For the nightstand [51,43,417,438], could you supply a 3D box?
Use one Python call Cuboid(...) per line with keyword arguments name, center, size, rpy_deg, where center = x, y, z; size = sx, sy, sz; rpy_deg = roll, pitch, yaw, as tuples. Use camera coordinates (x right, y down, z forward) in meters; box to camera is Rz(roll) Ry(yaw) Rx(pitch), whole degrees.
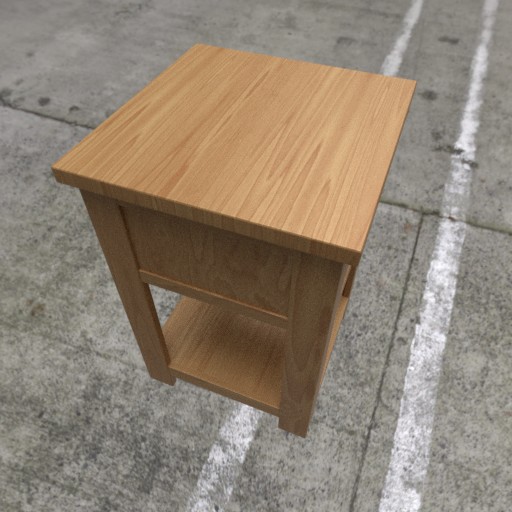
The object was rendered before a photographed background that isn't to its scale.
Cuboid(name="nightstand", center=(0.000, 0.000, 0.893), size=(0.418, 0.614, 0.428), rpy_deg=(16, 50, 15))
